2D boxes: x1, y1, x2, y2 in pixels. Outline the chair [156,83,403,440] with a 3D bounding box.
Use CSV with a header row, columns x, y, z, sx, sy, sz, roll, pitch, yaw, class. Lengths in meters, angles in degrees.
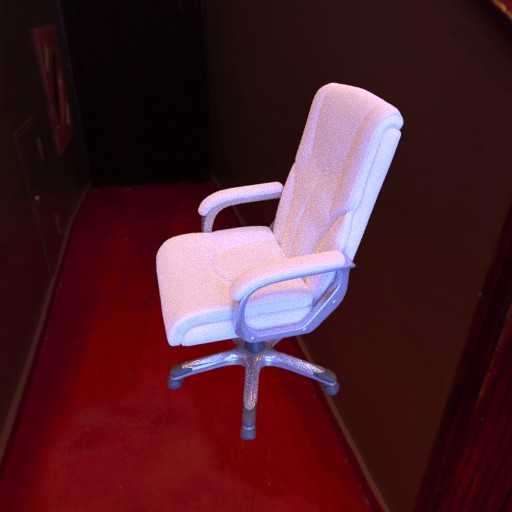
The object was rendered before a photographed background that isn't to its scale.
x,y,z,sx,sy,sz,roll,pitch,yaw,class
0.000,0.000,1.603,0.738,1.120,0.687,-8,31,-13,chair
